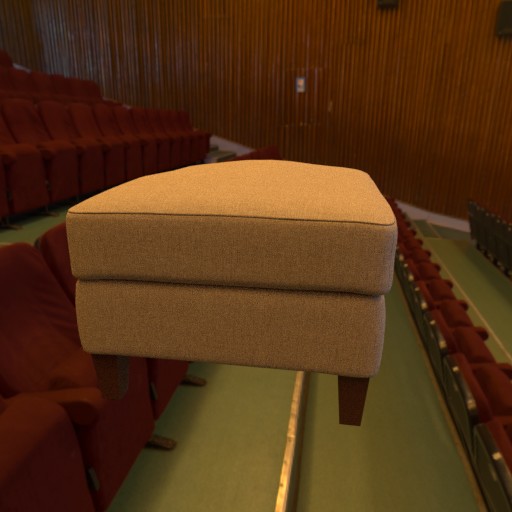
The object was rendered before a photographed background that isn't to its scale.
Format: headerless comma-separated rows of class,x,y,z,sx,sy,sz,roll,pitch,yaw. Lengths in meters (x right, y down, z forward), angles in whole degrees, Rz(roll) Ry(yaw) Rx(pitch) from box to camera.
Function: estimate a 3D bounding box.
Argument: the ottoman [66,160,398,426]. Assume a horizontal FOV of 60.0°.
ottoman,0.000,0.000,1.304,0.677,0.519,0.898,3,17,9
